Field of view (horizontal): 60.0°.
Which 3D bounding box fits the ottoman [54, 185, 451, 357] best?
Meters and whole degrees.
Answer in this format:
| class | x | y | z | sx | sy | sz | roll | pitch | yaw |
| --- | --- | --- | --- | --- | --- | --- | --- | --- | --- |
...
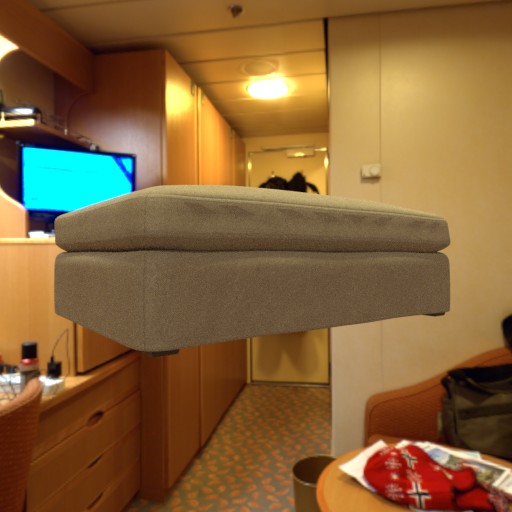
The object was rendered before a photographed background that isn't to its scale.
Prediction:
| class | x | y | z | sx | sy | sz | roll | pitch | yaw |
| --- | --- | --- | --- | --- | --- | --- | --- | --- | --- |
| ottoman | 0.000 | 0.000 | 1.583 | 1.199 | 0.429 | 0.840 | 0 | 0 | -36 |
